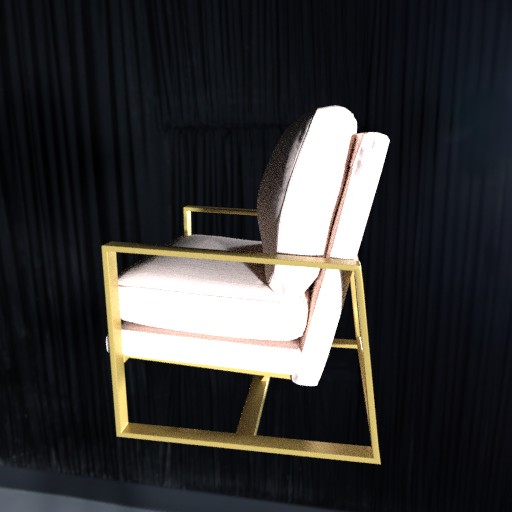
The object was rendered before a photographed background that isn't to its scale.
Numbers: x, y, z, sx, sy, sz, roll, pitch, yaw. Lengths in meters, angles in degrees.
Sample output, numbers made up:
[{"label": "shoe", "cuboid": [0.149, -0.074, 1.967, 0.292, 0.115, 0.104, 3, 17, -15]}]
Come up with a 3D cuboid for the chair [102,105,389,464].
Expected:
[{"label": "chair", "cuboid": [0.000, 0.000, 1.518, 0.813, 0.956, 0.758, 2, 15, 9]}]
